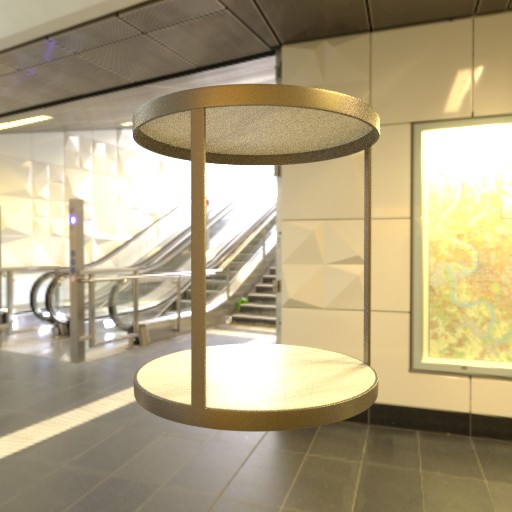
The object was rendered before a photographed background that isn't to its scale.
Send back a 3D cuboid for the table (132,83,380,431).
[{"bbox_3d":[0.000,0.000,0.831,0.445,0.479,0.445,0,1,0],"label":"table"}]
